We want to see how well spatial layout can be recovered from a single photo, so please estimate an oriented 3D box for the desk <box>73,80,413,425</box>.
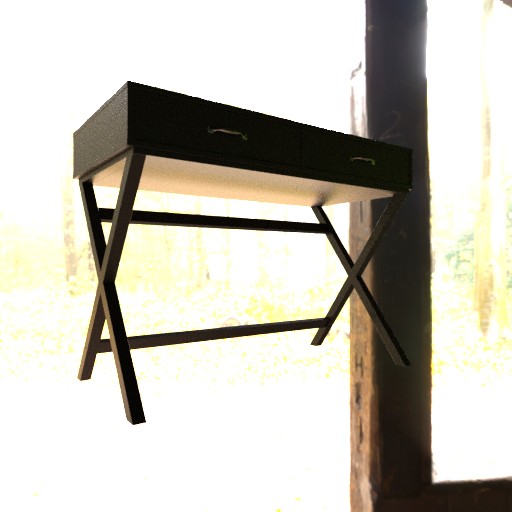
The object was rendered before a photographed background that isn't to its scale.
[{"bbox_3d":[0.000,0.000,1.498,1.057,0.780,0.525,1,-1,-35],"label":"desk"}]
